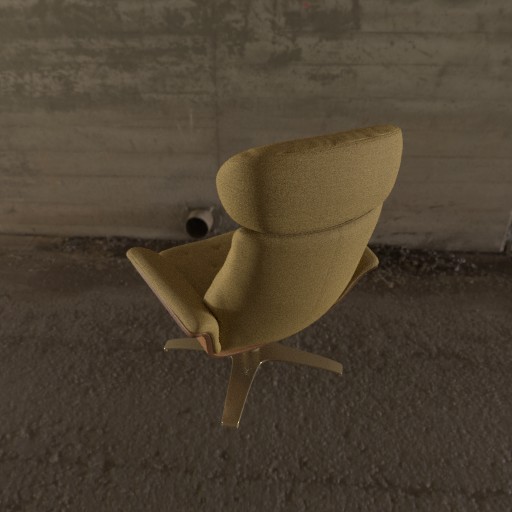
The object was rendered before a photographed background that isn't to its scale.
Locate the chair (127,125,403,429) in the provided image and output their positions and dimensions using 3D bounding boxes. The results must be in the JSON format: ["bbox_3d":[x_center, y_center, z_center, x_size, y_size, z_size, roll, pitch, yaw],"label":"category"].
[{"bbox_3d":[0.000,0.000,1.543,0.785,0.995,0.837,-17,34,-28],"label":"chair"}]
